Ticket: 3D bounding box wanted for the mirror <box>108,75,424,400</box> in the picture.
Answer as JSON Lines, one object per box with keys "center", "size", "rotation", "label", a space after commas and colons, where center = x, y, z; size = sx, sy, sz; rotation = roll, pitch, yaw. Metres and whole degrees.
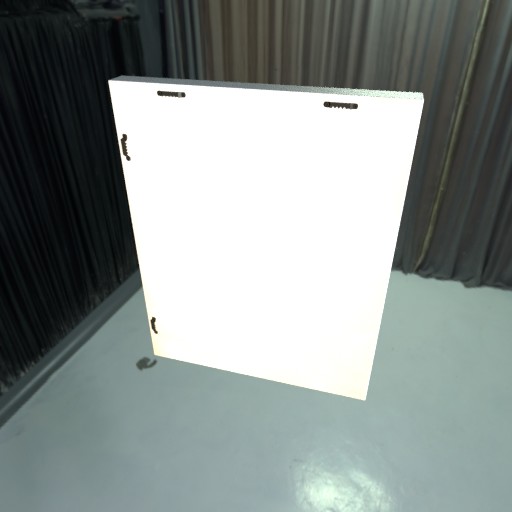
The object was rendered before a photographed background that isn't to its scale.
{"center": [0.000, 0.000, 0.699], "size": [0.406, 0.509, 0.041], "rotation": [9, 33, 13], "label": "mirror"}
